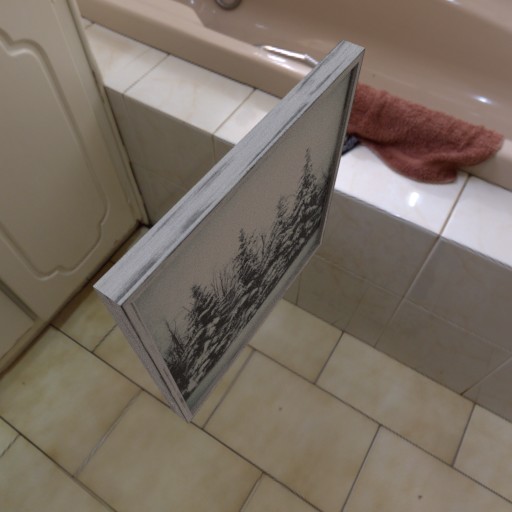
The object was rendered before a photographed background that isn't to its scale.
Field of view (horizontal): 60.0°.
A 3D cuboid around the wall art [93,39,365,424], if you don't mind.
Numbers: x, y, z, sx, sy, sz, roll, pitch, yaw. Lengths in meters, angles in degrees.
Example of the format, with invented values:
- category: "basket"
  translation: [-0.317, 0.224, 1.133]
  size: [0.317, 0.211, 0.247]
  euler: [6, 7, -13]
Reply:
- category: "wall art"
  translation: [0.000, 0.000, 0.751]
  size: [0.038, 0.506, 0.506]
  euler: [30, 62, 18]
